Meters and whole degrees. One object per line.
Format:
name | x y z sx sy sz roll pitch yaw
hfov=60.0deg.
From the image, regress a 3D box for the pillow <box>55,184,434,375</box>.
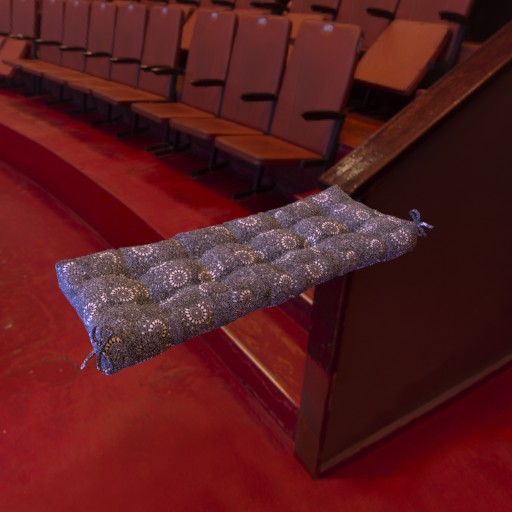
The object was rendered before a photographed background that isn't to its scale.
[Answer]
pillow | 0.000 0.000 1.412 1.194 0.174 0.511 -19 35 -29
